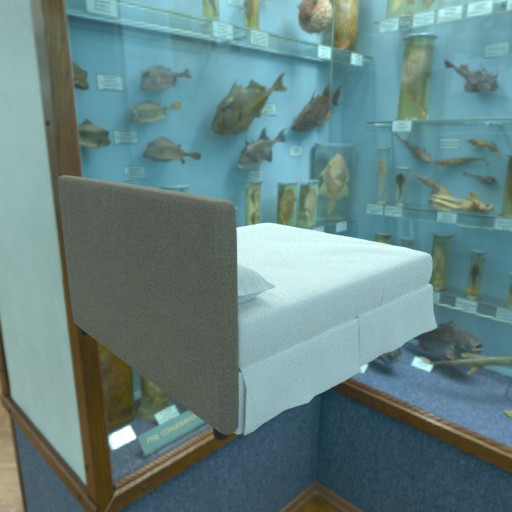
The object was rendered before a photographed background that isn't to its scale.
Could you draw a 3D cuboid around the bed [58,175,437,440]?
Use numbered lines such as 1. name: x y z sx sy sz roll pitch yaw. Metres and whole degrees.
1. bed: 0.000 0.000 3.619 2.341 1.317 2.119 -13 20 -41
